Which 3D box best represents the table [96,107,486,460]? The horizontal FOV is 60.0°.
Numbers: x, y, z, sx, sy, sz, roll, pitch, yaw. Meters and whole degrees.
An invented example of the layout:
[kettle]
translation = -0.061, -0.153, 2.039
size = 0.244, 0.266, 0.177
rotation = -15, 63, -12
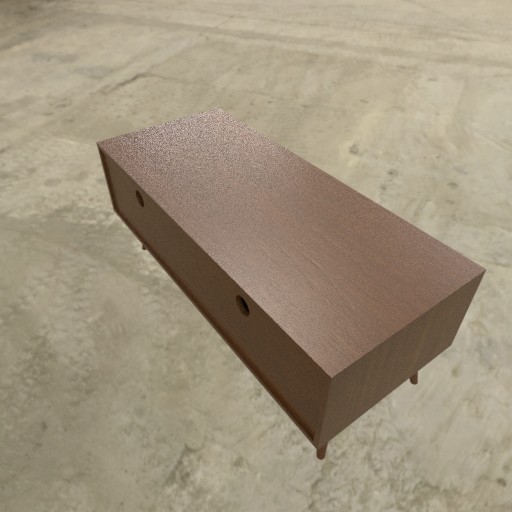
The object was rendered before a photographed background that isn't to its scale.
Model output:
[table]
translation = 0.000, 0.000, 1.388
size = 0.490, 0.464, 1.119
rotation = -26, 47, -27
